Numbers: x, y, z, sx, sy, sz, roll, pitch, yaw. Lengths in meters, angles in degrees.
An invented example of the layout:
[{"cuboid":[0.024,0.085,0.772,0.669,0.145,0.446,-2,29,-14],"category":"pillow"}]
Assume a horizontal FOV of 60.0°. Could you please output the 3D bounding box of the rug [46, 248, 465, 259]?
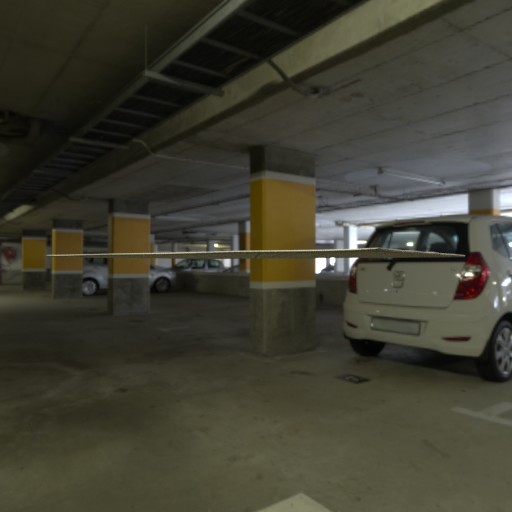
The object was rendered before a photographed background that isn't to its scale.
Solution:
[{"cuboid":[0.000,0.000,4.380,3.381,0.026,2.436,-1,-1,35],"category":"rug"}]
